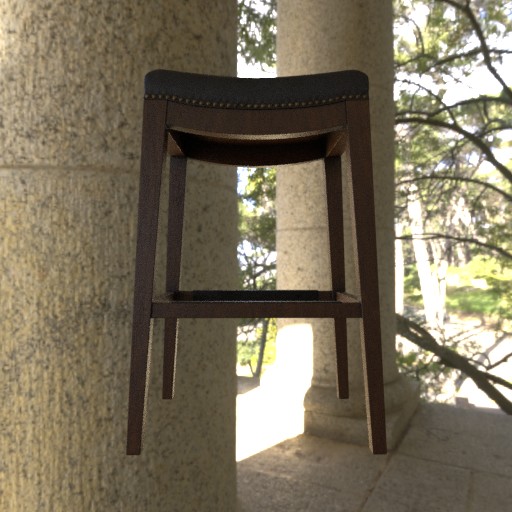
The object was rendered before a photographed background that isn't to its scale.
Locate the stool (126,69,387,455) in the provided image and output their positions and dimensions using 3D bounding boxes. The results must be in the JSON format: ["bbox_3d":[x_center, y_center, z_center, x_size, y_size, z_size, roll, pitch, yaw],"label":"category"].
[{"bbox_3d":[0.000,0.000,1.030,0.500,0.765,0.361,0,0,0],"label":"stool"}]
